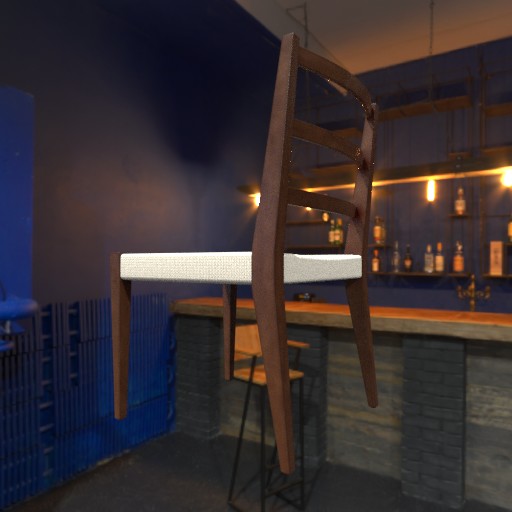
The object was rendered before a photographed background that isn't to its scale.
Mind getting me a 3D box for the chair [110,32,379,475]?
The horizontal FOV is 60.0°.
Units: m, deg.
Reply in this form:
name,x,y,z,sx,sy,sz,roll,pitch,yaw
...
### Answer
name,x,y,z,sx,sy,sz,roll,pitch,yaw
chair,0.000,0.000,1.137,0.551,0.813,0.480,-1,-1,35
